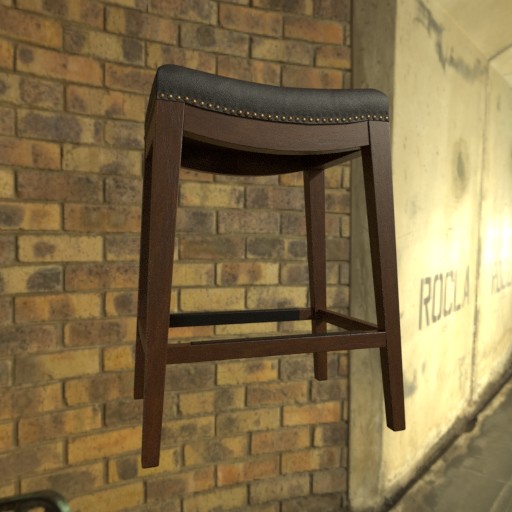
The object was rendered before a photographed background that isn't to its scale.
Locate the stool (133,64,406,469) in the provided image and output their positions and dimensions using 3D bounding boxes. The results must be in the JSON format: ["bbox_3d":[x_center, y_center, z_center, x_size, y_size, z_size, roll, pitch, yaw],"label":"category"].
[{"bbox_3d":[0.000,0.000,0.934,0.490,0.664,0.353,0,2,-18],"label":"stool"}]
